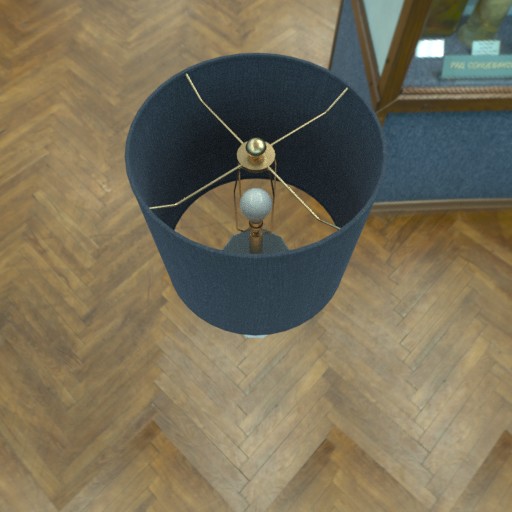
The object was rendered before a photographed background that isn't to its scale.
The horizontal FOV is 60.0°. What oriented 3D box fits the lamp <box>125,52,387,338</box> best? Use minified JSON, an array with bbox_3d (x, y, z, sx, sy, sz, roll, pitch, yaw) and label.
[{"bbox_3d":[0.000,0.000,0.709,0.277,0.537,0.277,1,63,0],"label":"lamp"}]
